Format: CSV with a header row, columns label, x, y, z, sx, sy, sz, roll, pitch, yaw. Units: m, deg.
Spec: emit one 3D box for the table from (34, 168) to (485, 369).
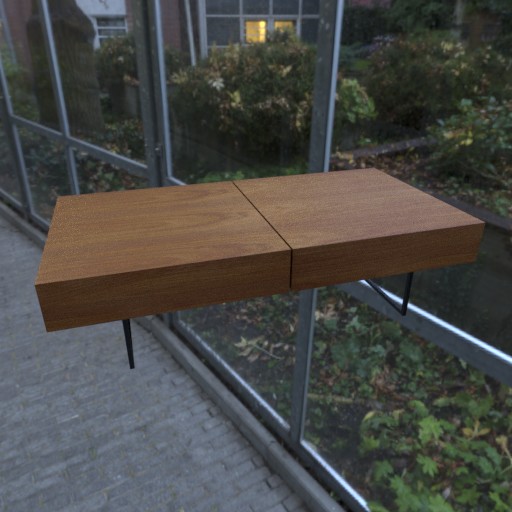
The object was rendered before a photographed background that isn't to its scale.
label,x,y,z,sx,sy,sz,roll,pitch,yaw
table,0.000,0.000,1.452,1.194,0.330,0.610,-8,28,-15
